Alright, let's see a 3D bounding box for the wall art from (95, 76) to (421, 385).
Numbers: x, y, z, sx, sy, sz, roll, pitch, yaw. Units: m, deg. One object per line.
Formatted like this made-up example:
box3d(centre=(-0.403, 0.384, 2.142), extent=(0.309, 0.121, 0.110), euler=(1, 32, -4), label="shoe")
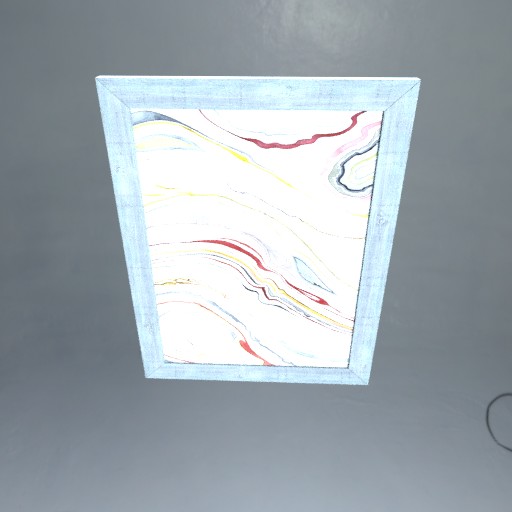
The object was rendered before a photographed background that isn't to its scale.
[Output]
box3d(centre=(0.000, 0.000, 0.814), extent=(0.481, 0.613, 0.020), euler=(1, 30, 2), label="wall art")
